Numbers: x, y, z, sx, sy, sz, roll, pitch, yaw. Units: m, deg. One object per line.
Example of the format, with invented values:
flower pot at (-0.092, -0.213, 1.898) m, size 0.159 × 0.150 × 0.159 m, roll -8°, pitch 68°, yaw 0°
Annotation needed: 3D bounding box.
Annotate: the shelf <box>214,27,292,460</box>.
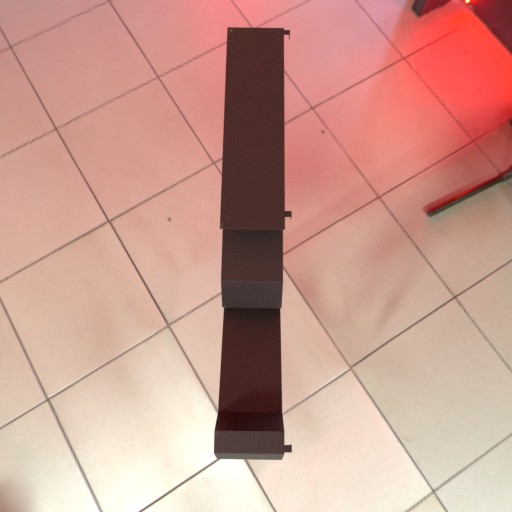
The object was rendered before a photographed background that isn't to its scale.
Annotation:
shelf at (0.000, 0.000, 0.907) m, size 0.112 × 0.439 × 0.729 m, roll 1°, pitch 74°, yaw 0°
